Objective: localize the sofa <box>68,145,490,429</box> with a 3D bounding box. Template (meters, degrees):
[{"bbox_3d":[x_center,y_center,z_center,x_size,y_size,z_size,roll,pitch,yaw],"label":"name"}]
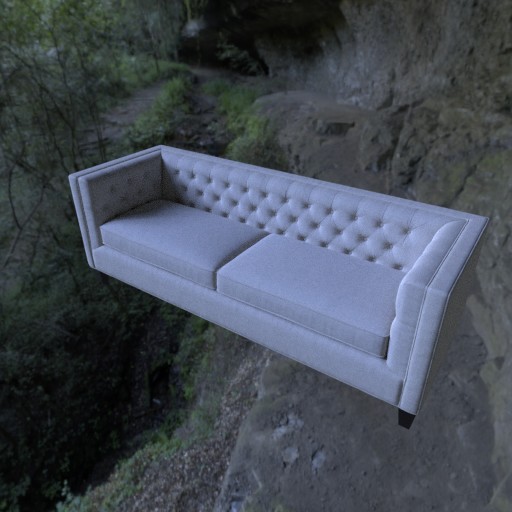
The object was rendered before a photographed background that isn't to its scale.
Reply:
[{"bbox_3d":[0.000,0.000,2.530,2.159,0.762,0.775,19,35,29],"label":"sofa"}]
